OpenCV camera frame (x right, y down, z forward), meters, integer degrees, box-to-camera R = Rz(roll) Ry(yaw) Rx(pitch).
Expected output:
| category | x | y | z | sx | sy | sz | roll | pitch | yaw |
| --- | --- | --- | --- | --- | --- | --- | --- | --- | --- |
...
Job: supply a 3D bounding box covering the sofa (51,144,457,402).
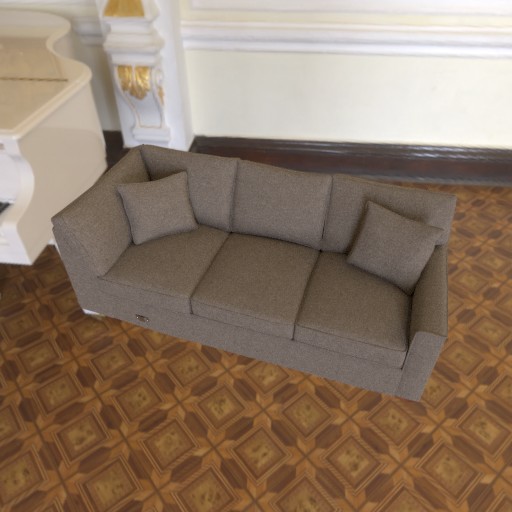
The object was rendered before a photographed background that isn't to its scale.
| category | x | y | z | sx | sy | sz | roll | pitch | yaw |
| --- | --- | --- | --- | --- | --- | --- | --- | --- | --- |
| sofa | 0.000 | 0.000 | 2.907 | 2.317 | 0.962 | 1.061 | 12 | 42 | 14 |
